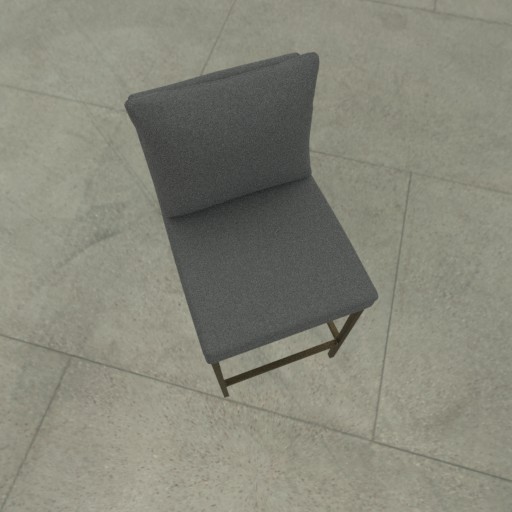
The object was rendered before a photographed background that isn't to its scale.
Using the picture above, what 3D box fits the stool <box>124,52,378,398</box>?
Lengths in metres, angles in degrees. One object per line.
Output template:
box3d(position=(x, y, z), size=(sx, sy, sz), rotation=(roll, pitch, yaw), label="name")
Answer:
box3d(position=(0.000, 0.000, 1.321), size=(0.463, 1.030, 0.569), rotation=(-18, 65, -9), label="stool")
